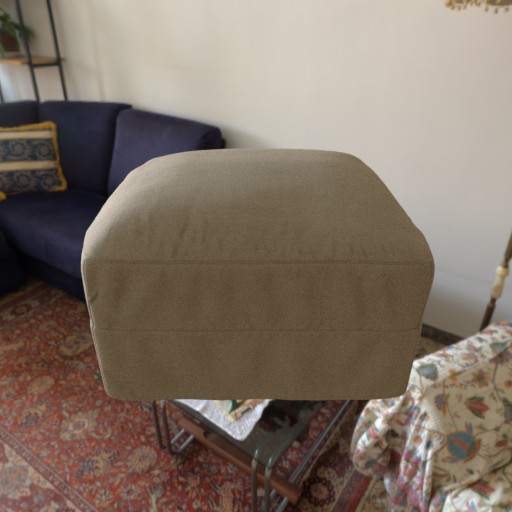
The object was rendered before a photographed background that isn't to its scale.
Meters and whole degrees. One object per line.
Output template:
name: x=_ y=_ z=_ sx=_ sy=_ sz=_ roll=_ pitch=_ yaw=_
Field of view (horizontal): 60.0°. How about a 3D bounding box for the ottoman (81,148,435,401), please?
ottoman: x=0.000 y=0.000 z=1.105 sx=0.712 sy=0.480 sz=0.584 roll=0 pitch=29 yaw=0
